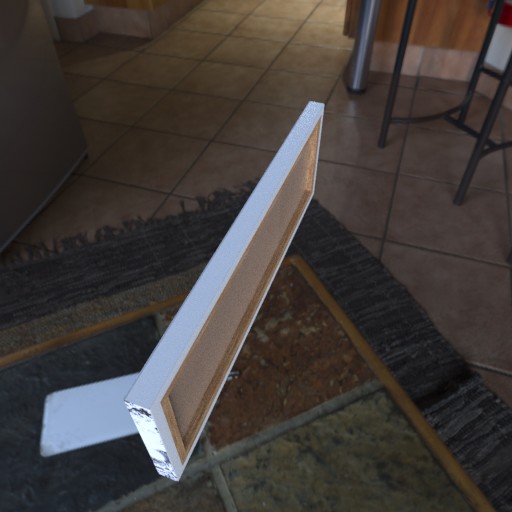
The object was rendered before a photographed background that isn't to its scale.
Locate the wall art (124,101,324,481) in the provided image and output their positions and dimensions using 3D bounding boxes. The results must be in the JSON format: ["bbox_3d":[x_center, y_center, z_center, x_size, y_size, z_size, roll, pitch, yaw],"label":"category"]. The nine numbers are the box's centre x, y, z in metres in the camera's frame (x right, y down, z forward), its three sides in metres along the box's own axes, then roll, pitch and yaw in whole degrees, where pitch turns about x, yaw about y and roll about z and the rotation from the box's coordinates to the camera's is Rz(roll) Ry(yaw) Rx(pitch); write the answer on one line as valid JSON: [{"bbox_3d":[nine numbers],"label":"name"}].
[{"bbox_3d":[0.000,0.000,0.848,0.036,0.256,0.766,16,48,14],"label":"wall art"}]
